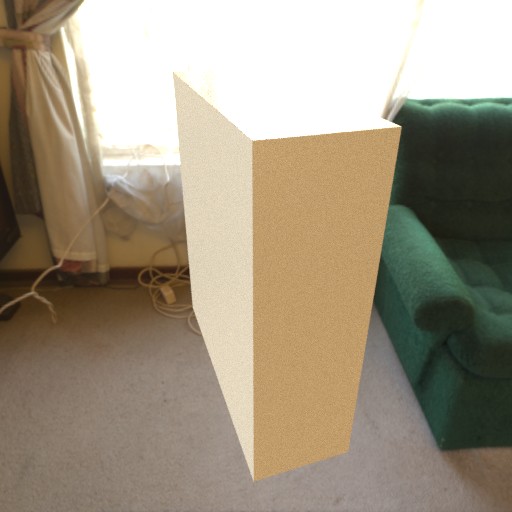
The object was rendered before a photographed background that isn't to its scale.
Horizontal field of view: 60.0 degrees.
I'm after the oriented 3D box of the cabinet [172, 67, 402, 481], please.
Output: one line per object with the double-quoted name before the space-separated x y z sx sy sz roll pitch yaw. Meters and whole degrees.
"cabinet" 0.000 0.000 1.625 0.348 1.150 0.990 -10 32 -16
